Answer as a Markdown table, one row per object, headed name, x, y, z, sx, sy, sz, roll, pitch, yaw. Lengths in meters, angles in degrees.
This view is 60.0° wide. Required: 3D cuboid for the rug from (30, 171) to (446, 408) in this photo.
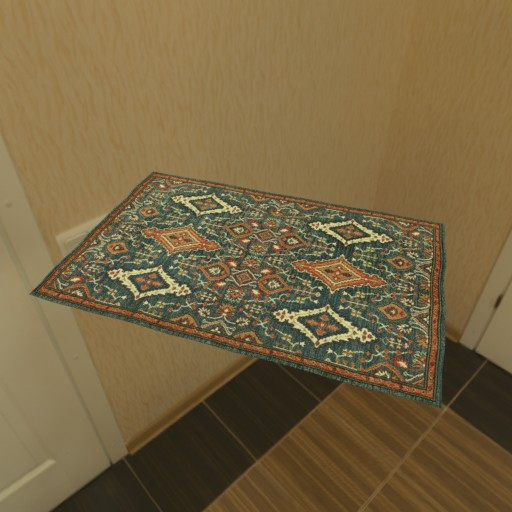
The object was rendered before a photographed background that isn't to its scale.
| name | x | y | z | sx | sy | sz | roll | pitch | yaw |
| --- | --- | --- | --- | --- | --- | --- | --- | --- | --- |
| rug | 0.000 | 0.000 | 4.136 | 3.371 | 0.008 | 2.190 | 12 | 42 | 14 |
